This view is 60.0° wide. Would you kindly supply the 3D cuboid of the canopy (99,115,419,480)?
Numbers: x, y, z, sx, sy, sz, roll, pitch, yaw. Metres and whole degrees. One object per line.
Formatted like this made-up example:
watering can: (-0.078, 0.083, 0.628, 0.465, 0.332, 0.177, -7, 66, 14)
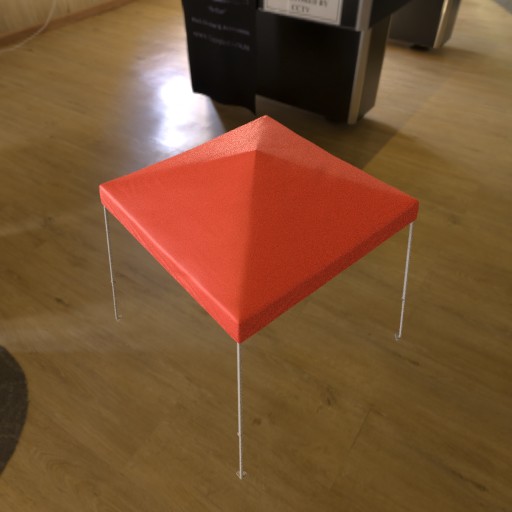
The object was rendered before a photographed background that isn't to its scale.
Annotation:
canopy: (0.000, 0.000, 5.210, 2.850, 2.850, 2.849, -31, 53, -27)
